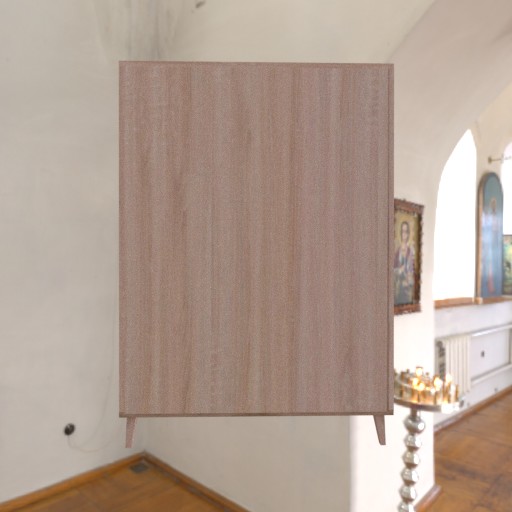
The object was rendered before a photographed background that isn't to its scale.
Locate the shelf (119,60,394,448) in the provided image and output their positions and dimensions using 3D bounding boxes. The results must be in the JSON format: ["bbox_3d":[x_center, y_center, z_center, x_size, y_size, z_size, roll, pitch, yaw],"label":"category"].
[{"bbox_3d":[0.000,0.000,1.818,0.995,1.405,0.434,0,0,-1],"label":"shelf"}]
